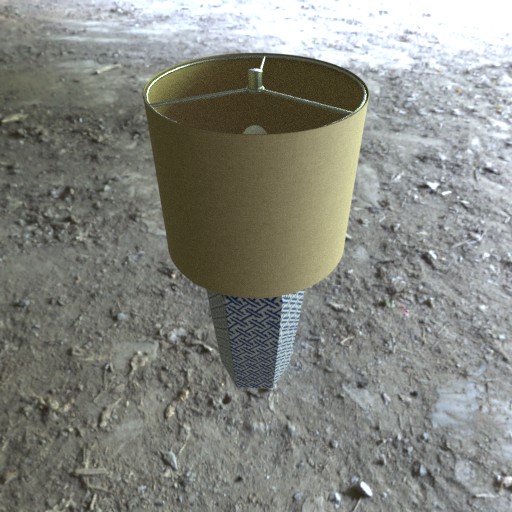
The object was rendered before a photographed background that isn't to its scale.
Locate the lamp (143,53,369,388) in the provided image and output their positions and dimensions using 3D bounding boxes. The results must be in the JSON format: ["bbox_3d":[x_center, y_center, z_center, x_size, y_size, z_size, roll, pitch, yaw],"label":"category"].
[{"bbox_3d":[0.000,0.000,0.844,0.320,0.682,0.320,25,46,27],"label":"lamp"}]
